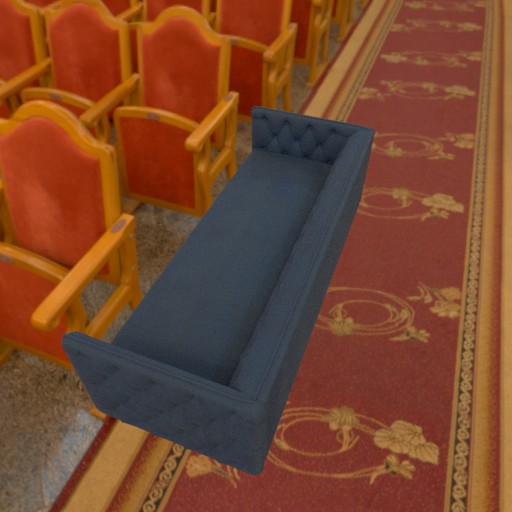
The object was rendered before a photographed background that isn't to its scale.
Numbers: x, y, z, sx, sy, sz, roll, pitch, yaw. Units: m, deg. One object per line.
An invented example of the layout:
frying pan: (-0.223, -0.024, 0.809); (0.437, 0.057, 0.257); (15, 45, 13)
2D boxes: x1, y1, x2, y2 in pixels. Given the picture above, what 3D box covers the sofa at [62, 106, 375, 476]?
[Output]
sofa: (0.000, 0.000, 2.640); (0.895, 0.771, 2.209); (16, 47, 15)
